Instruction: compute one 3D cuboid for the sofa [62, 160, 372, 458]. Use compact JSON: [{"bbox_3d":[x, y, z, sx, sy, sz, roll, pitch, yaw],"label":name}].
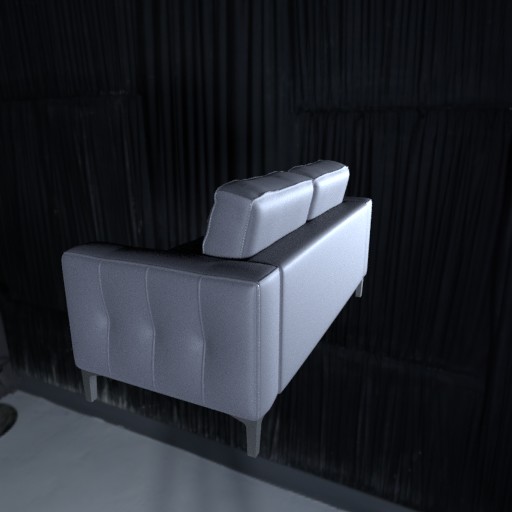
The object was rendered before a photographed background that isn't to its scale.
[{"bbox_3d":[0.000,0.000,2.250,0.833,0.893,1.726,8,18,24],"label":"sofa"}]
